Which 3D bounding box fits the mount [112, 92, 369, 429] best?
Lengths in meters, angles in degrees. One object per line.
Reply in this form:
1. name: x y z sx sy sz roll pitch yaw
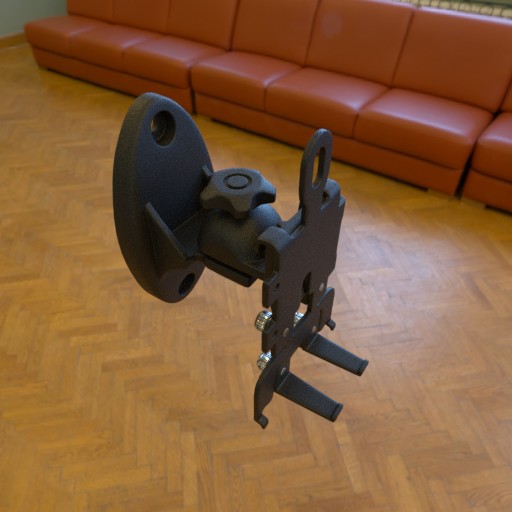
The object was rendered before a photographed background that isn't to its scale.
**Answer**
1. mount: 0.000 0.000 0.176 0.100 0.118 0.066 24 47 25
